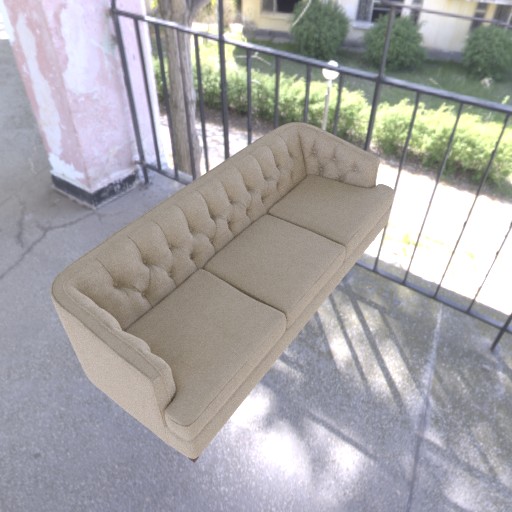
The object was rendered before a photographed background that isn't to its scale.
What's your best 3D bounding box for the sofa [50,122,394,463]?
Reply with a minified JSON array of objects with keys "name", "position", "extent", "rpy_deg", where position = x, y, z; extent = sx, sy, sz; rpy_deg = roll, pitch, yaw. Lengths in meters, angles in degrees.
[{"name":"sofa","position":[0.000,0.000,2.738],"extent":[0.913,0.788,2.235],"rpy_deg":[25,48,26]}]
